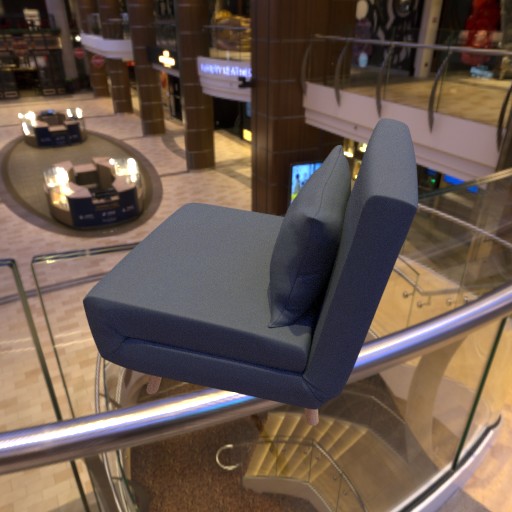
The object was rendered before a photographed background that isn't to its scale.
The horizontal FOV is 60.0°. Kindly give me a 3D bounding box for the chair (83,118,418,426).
[{"bbox_3d":[0.000,0.000,1.490,0.900,0.808,0.770,8,30,13],"label":"chair"}]
